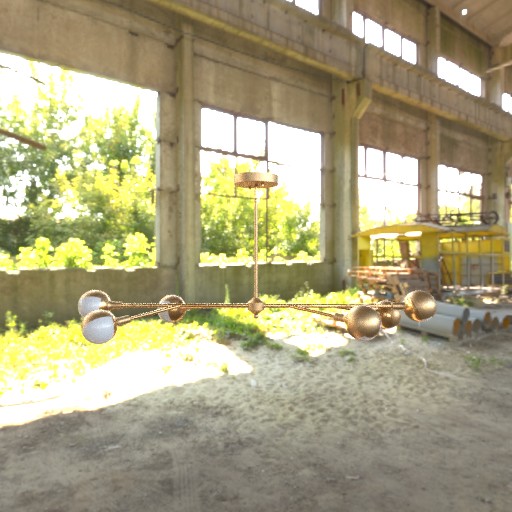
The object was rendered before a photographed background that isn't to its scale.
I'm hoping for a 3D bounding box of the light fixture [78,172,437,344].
[{"bbox_3d":[0.000,0.000,1.003,0.778,0.362,0.434,0,0,17],"label":"light fixture"}]
